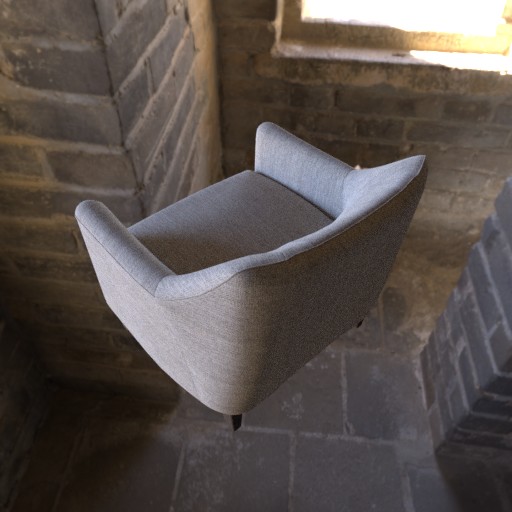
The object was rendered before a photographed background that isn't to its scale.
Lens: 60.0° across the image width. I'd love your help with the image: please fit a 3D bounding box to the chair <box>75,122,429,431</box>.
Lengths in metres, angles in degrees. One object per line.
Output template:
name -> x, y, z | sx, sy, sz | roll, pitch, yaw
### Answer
chair -> 0.000, 0.000, 1.401 | 0.796, 0.761, 0.758 | -32, 53, -28
